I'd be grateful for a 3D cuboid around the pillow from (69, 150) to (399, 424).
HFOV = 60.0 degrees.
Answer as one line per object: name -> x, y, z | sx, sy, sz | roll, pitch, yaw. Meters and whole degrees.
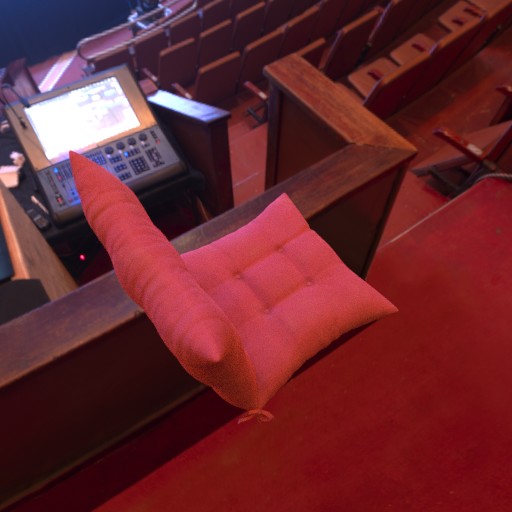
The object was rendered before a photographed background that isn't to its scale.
pillow -> 0.000, 0.000, 1.014 | 0.585, 0.536, 0.541 | -31, 62, -19
